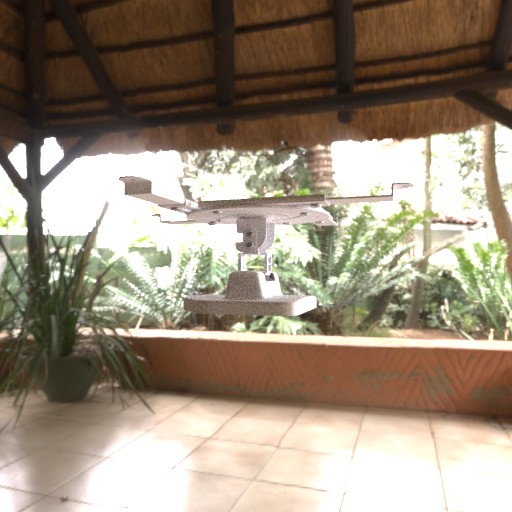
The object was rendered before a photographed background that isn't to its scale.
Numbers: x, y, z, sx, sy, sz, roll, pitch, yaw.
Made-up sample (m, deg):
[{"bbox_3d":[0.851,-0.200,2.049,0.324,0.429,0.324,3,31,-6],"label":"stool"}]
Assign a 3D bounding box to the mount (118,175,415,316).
[{"bbox_3d":[0.000,0.000,0.589,0.394,0.141,0.394,-1,-2,18],"label":"mount"}]
